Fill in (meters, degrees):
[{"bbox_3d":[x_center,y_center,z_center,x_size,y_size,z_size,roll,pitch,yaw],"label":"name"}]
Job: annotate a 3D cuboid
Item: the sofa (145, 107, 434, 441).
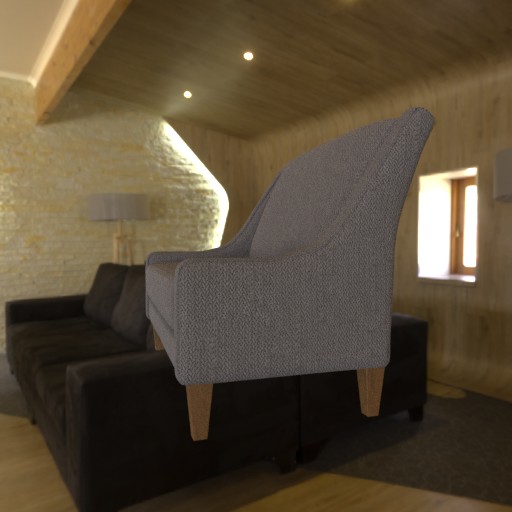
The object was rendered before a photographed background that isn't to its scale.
[{"bbox_3d":[0.000,0.000,1.925,0.873,1.022,1.242,-1,2,-18],"label":"sofa"}]
